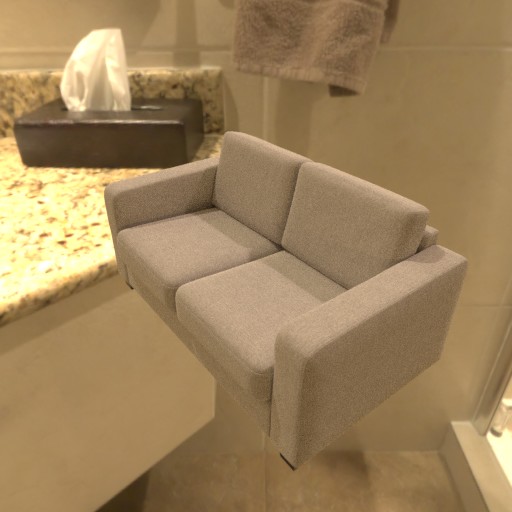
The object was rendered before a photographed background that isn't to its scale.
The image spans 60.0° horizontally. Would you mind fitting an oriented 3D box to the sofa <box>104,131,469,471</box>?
[{"bbox_3d":[0.000,0.000,2.048,0.900,0.800,1.540,-22,38,-31],"label":"sofa"}]
